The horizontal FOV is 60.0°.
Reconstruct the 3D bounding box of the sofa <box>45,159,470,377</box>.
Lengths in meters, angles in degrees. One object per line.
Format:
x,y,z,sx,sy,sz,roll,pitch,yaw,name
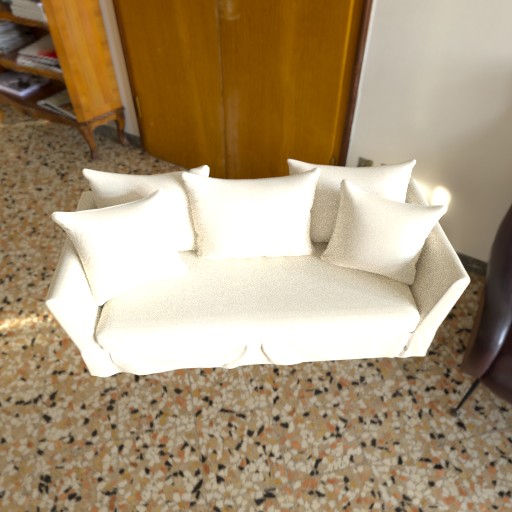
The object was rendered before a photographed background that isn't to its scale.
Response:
0.000,0.000,2.854,2.290,1.034,1.031,-3,45,-3,sofa
